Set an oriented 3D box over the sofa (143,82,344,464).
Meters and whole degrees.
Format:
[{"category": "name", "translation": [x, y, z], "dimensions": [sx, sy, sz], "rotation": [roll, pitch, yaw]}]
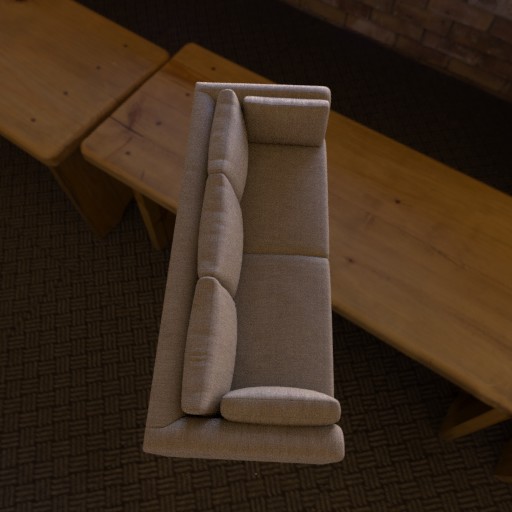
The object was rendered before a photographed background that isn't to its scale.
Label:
[{"category": "sofa", "translation": [0.000, 0.000, 2.894], "dimensions": [0.969, 0.867, 2.415], "rotation": [2, 64, 1]}]
